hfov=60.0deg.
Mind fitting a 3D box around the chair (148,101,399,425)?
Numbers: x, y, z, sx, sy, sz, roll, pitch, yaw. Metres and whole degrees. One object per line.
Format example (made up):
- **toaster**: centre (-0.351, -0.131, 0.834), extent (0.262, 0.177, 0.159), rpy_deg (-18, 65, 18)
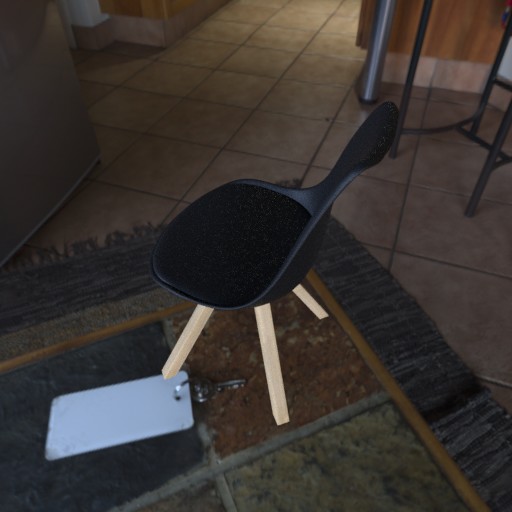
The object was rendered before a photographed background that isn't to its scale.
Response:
- **chair**: centre (0.000, 0.000, 1.180), extent (0.549, 0.850, 0.485), rpy_deg (17, 48, 16)
